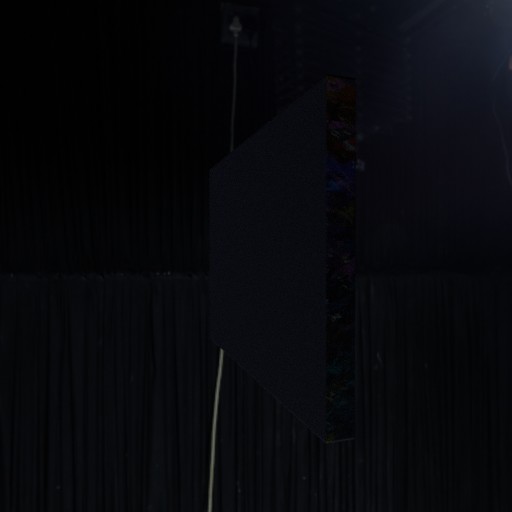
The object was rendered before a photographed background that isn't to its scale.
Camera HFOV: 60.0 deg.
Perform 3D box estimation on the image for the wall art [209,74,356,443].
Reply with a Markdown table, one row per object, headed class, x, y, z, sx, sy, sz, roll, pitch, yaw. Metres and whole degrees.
| class | x | y | z | sx | sy | sz | roll | pitch | yaw |
| --- | --- | --- | --- | --- | --- | --- | --- | --- | --- |
| wall art | 0.000 | 0.000 | 0.783 | 0.037 | 0.406 | 0.610 | 0 | 1 | -18 |
